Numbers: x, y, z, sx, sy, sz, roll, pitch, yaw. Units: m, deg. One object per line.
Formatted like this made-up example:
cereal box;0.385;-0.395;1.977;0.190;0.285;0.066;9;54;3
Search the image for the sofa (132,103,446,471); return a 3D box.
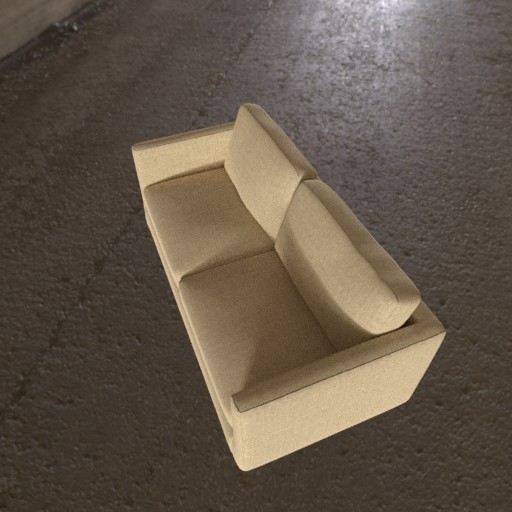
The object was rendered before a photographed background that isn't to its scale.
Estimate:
sofa;0.000;0.000;2.464;0.950;0.963;1.884;-17;49;-15
